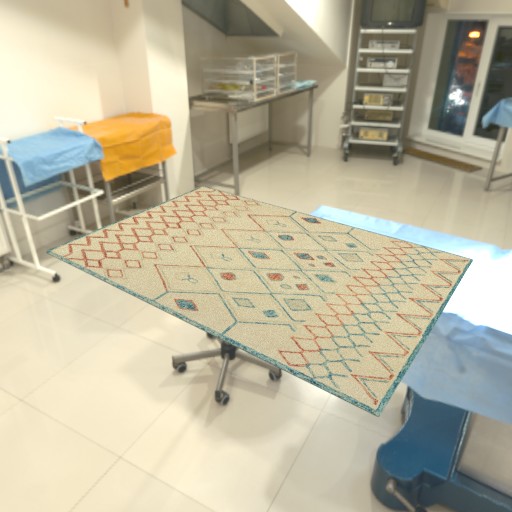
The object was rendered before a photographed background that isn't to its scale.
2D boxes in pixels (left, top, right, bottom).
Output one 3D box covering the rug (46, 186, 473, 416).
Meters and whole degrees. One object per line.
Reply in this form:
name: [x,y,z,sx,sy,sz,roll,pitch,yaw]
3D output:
rug: [0.000,0.000,2.275,1.829,0.016,1.219,19,34,31]
